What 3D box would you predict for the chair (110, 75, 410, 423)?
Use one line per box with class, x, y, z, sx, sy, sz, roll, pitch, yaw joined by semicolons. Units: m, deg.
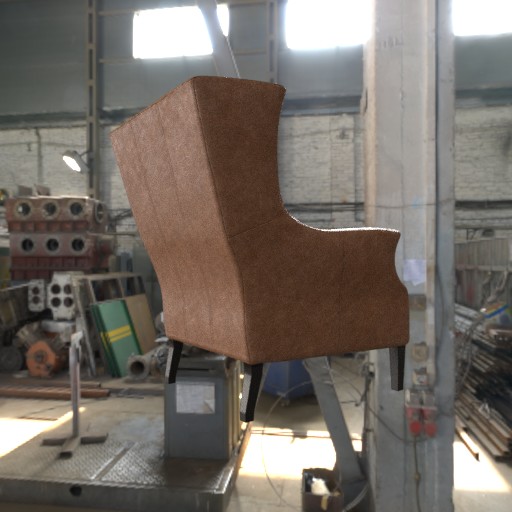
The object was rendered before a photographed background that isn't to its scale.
chair;0.000;0.000;1.716;0.926;1.016;0.853;0;-1;-37
